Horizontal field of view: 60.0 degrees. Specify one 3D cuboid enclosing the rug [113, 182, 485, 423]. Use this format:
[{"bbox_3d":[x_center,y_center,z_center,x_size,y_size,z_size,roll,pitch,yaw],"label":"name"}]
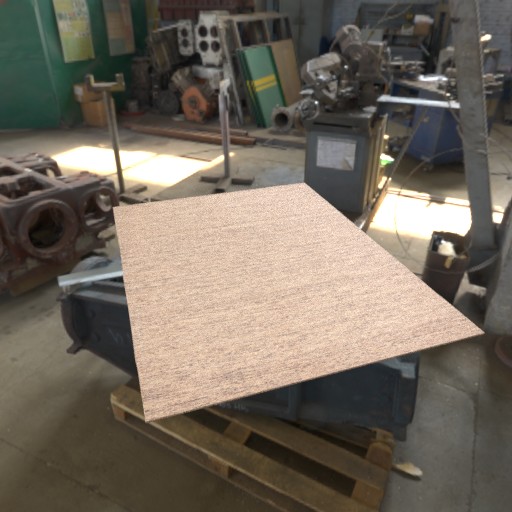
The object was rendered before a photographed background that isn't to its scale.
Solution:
[{"bbox_3d":[0.000,0.000,4.209,2.448,0.013,3.205,-10,32,-16],"label":"rug"}]
